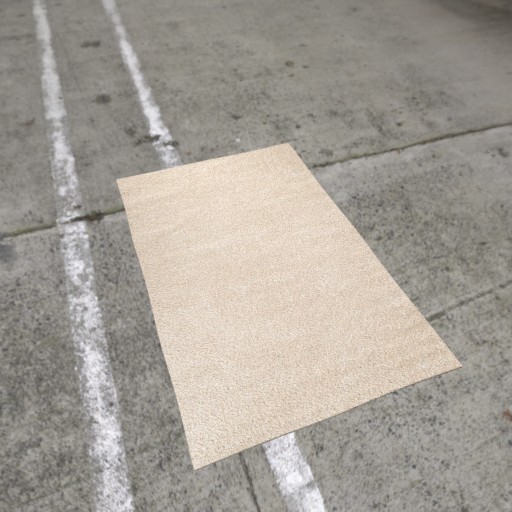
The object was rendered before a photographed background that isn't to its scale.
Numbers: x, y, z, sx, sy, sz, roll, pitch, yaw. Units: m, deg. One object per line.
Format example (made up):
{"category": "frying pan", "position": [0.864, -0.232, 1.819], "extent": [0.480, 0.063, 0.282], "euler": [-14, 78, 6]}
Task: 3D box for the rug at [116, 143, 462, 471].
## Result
{"category": "rug", "position": [0.000, 0.000, 2.975], "extent": [1.500, 0.025, 2.346], "euler": [-15, 49, -14]}
